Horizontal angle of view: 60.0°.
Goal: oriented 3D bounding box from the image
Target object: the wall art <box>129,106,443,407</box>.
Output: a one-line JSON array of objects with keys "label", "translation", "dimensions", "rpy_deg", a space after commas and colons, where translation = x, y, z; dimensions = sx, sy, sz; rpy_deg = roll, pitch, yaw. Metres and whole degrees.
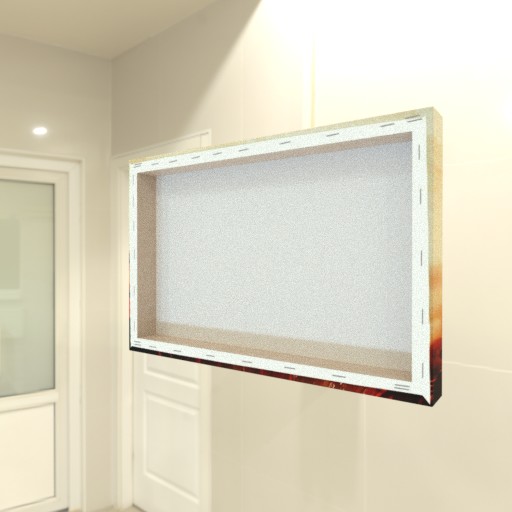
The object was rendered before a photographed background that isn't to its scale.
[{"label": "wall art", "translation": [0.000, 0.000, 0.492], "dimensions": [0.383, 0.251, 0.037], "rpy_deg": [0, 0, 34]}]
